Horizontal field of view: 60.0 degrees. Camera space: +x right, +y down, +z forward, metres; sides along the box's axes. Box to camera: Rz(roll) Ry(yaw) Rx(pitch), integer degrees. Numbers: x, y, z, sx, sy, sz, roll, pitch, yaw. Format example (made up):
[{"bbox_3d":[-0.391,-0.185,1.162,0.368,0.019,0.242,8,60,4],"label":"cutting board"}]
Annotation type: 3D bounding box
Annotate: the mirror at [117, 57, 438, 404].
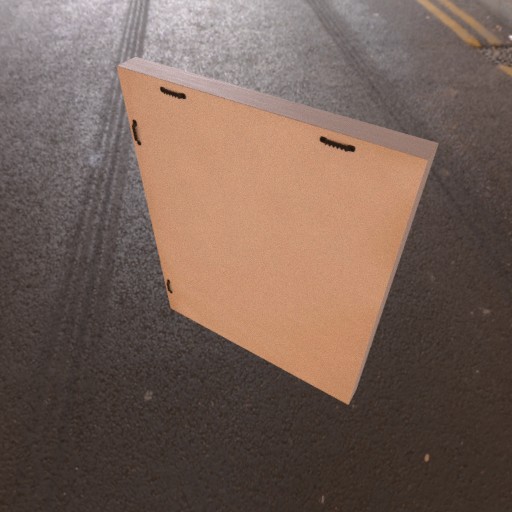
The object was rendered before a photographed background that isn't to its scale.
[{"bbox_3d":[0.000,0.000,0.687,0.405,0.508,0.041,24,50,22],"label":"mirror"}]
